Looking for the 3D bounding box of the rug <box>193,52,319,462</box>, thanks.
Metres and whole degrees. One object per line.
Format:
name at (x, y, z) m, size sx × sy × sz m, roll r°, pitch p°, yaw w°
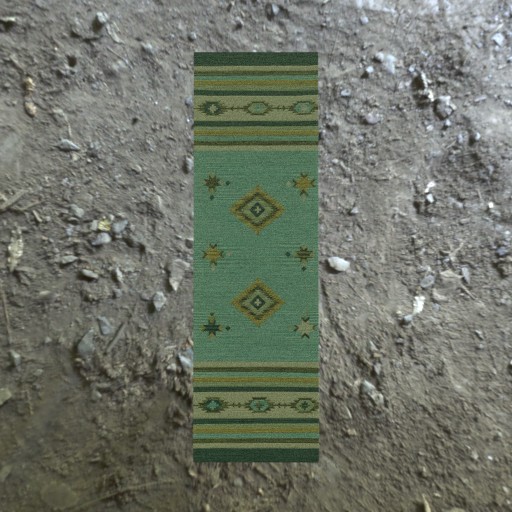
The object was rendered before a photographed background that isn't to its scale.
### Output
rug at (0.000, 0.000, 2.640) m, size 0.744 × 0.010 × 2.441 m, roll 0°, pitch 89°, yaw 0°
